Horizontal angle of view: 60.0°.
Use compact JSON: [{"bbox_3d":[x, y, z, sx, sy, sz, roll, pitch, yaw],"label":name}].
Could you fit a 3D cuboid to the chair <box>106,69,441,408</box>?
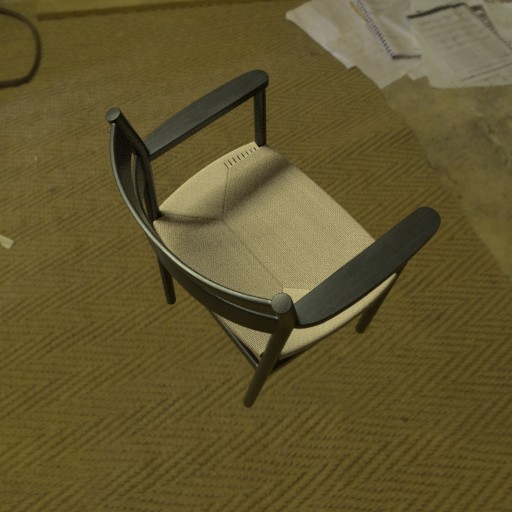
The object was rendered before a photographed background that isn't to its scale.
[{"bbox_3d":[0.000,0.000,1.176,0.508,0.775,0.630,-34,65,-18],"label":"chair"}]
